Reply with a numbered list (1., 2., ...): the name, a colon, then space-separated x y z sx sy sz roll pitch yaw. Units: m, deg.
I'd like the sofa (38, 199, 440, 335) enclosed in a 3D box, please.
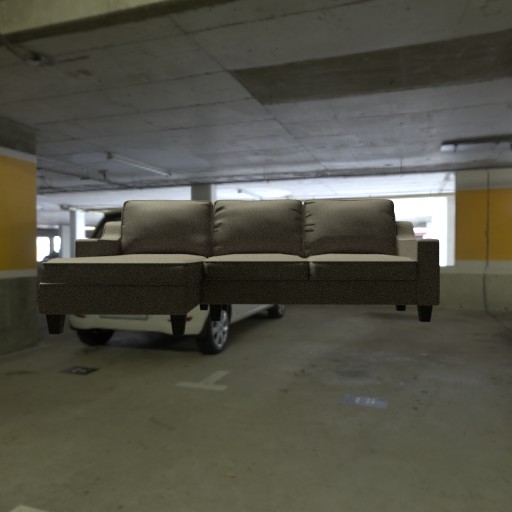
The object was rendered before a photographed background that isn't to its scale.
1. sofa: 0.000 0.000 3.220 2.561 0.928 1.294 0 1 1
